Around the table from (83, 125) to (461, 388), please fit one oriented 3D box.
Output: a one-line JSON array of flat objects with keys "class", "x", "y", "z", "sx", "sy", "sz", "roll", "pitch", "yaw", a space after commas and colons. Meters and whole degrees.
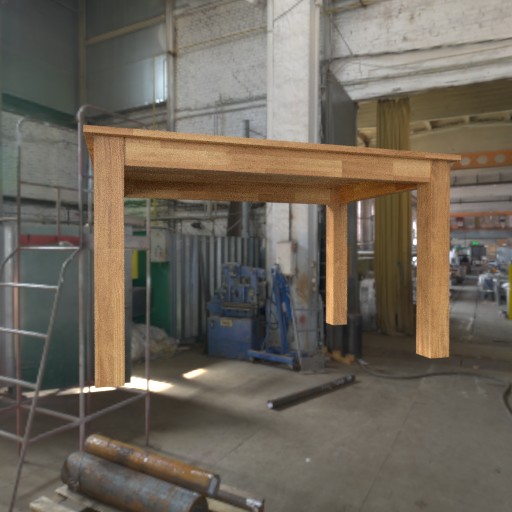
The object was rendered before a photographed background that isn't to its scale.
[{"class": "table", "x": 0.000, "y": 0.000, "z": 1.869, "sx": 1.300, "sy": 0.750, "sz": 0.900, "roll": 0, "pitch": 1, "yaw": -18}]
